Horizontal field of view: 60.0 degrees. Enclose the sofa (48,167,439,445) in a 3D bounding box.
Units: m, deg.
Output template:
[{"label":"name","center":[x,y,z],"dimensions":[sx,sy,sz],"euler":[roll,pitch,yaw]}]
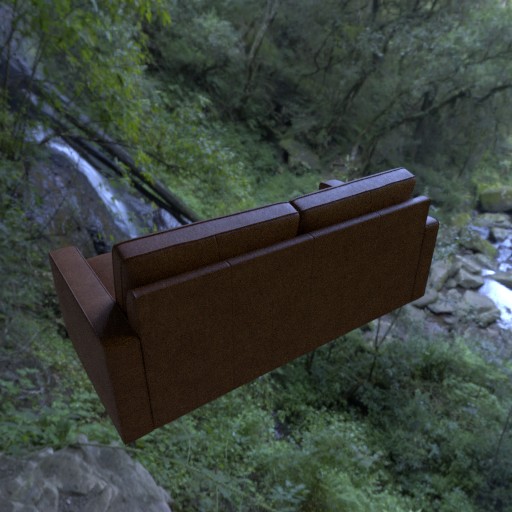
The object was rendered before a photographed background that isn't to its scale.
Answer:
[{"label":"sofa","center":[0.000,0.000,2.644],"dimensions":[2.156,0.928,0.991],"euler":[-18,34,-30]}]
